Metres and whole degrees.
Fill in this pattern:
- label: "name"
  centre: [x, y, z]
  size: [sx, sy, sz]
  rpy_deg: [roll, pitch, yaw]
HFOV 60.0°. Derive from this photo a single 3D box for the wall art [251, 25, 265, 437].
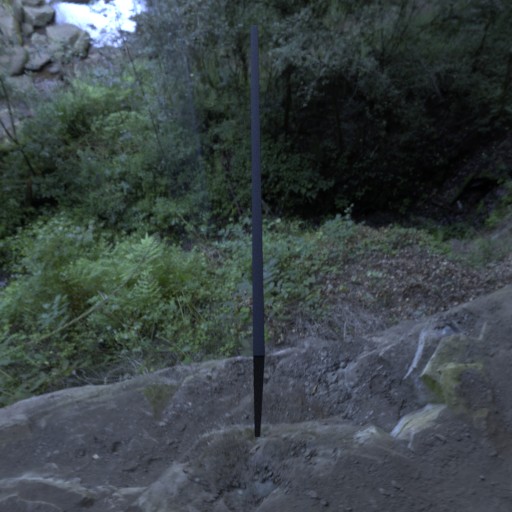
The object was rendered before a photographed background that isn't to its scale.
- label: "wall art"
  centre: [0.000, 0.000, 0.836]
  size: [0.012, 0.558, 0.562]
  rpy_deg: [-1, 60, 0]
